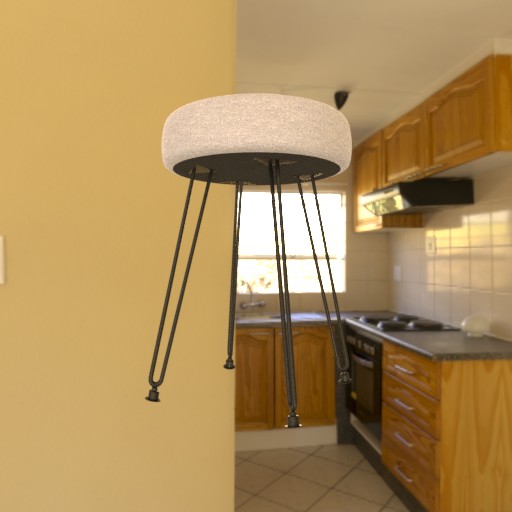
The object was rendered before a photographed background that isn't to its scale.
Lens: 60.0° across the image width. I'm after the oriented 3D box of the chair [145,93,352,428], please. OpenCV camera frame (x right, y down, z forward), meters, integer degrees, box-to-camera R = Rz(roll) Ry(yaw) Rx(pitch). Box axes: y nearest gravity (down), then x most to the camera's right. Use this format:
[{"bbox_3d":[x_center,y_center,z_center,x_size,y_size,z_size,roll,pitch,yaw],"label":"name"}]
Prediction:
[{"bbox_3d":[0.000,0.000,0.720,0.350,0.440,0.350,0,0,-18],"label":"chair"}]
